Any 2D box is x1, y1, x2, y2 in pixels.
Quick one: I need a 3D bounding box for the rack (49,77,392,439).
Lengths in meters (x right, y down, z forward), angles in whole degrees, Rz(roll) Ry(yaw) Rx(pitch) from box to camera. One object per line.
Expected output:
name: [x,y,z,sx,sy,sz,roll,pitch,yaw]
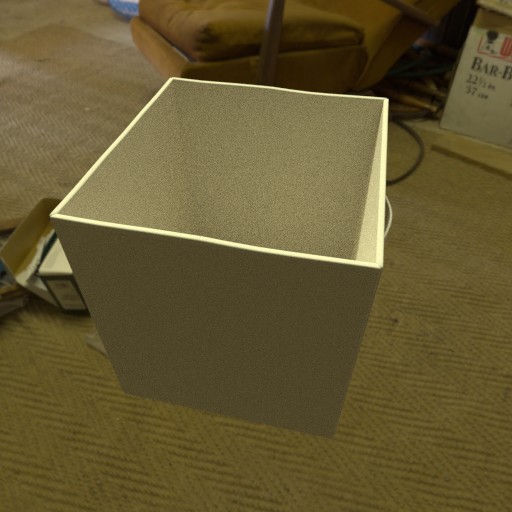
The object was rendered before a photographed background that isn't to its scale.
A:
rack: [0.000,0.000,0.507,0.270,0.280,0.270,9,45,9]
